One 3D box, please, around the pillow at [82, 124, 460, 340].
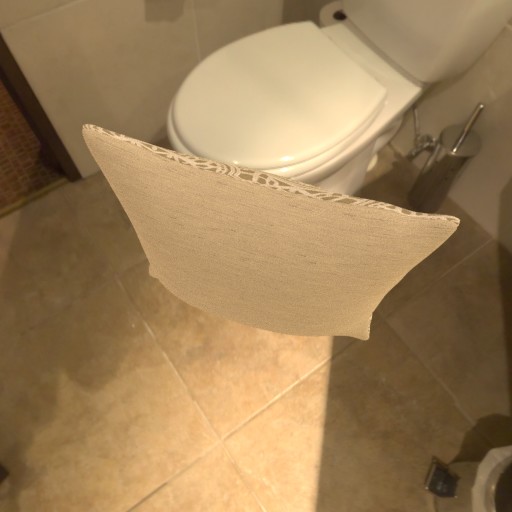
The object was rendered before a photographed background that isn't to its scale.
[{"bbox_3d":[0.000,0.000,0.666,0.438,0.421,0.167,16,65,8],"label":"pillow"}]
